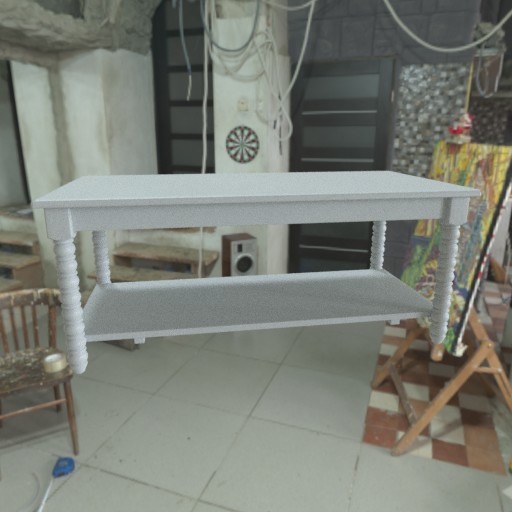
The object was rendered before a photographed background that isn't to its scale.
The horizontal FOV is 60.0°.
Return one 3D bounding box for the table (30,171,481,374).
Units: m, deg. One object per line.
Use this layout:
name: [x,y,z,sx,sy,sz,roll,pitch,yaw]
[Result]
table: [0.000,0.000,1.465,1.171,0.487,0.580,-3,16,-9]
